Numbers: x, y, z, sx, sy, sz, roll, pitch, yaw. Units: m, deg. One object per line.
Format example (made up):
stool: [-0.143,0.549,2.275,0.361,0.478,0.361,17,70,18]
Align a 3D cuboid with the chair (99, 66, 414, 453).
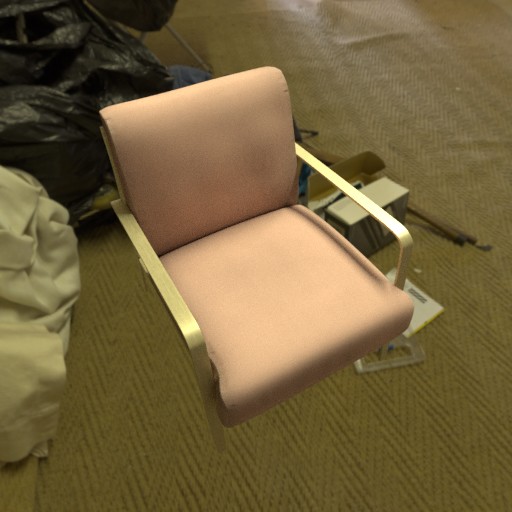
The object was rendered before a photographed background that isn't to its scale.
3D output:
chair: [0.000,0.000,1.445,0.701,0.823,0.848,-23,51,-20]
